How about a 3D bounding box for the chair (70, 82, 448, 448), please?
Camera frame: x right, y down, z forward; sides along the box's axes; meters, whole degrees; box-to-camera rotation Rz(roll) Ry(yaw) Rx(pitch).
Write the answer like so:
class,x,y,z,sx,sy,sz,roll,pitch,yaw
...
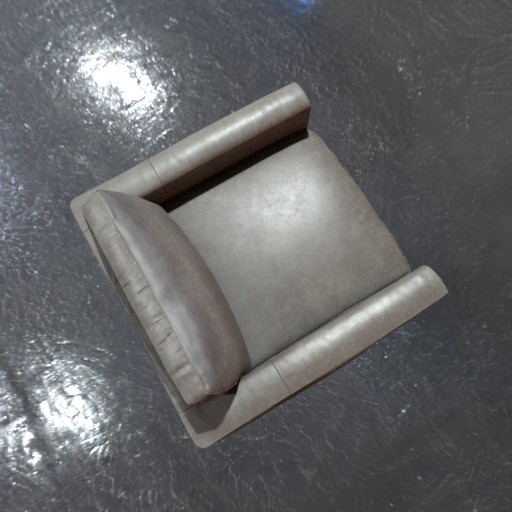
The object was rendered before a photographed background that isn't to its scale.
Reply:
class,x,y,z,sx,sy,sz,roll,pitch,yaw
chair,0.000,0.000,1.829,1.080,0.807,1.106,-30,77,-8
